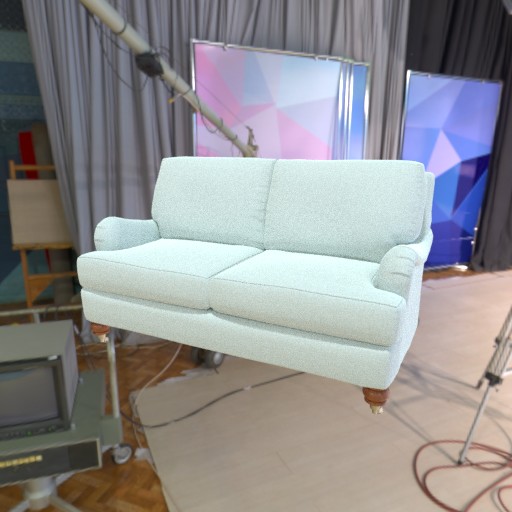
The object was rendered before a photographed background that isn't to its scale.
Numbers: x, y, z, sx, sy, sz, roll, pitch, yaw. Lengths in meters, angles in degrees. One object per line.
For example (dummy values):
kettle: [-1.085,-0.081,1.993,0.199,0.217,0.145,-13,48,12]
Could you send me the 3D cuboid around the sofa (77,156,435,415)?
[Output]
sofa: [0.000,0.000,2.589,1.853,1.101,1.084,7,16,26]
